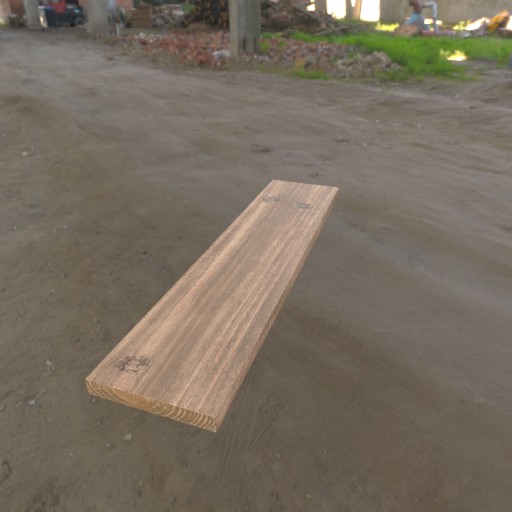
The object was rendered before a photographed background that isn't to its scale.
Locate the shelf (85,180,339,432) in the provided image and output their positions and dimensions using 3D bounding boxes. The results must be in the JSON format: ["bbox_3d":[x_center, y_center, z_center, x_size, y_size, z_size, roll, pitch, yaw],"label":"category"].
[{"bbox_3d":[0.000,0.000,0.669,0.140,0.020,0.610,10,31,17],"label":"shelf"}]
